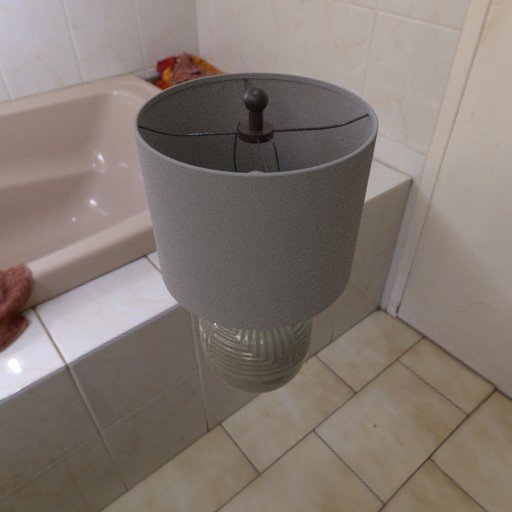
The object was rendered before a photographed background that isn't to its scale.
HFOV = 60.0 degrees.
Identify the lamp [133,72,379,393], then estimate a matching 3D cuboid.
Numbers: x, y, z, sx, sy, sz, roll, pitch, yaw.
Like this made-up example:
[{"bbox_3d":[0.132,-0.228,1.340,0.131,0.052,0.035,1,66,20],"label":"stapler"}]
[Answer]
[{"bbox_3d":[0.000,0.000,0.748,0.318,0.567,0.318,0,41,0],"label":"lamp"}]
